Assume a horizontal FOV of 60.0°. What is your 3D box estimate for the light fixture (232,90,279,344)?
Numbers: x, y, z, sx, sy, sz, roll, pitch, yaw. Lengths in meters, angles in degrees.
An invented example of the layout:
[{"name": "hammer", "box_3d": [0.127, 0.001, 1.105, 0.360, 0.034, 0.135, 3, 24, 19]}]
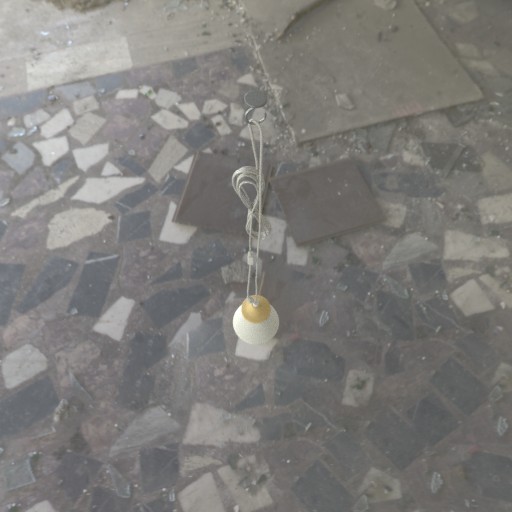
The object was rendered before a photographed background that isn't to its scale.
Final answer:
[{"name": "light fixture", "box_3d": [0.000, 0.000, 1.045, 0.153, 0.966, 0.153, 17, 64, 8]}]
